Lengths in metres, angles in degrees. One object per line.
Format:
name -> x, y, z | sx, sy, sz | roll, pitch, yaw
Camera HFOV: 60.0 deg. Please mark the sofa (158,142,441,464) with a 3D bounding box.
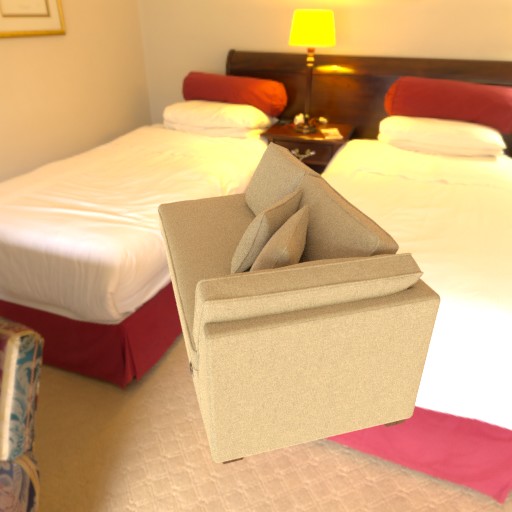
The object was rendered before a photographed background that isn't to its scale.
sofa -> 0.000, 0.000, 2.905 | 1.110, 1.033, 2.237 | -8, 30, -14
